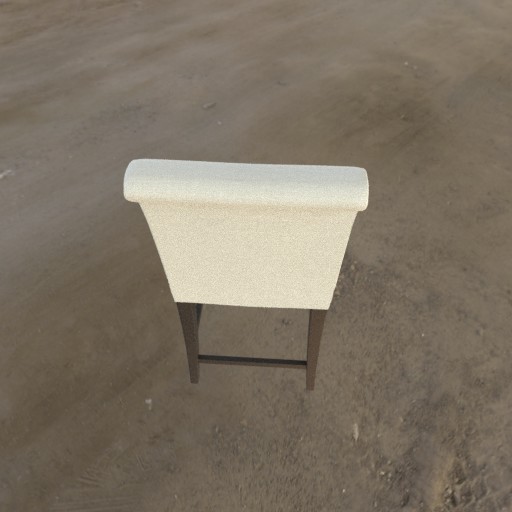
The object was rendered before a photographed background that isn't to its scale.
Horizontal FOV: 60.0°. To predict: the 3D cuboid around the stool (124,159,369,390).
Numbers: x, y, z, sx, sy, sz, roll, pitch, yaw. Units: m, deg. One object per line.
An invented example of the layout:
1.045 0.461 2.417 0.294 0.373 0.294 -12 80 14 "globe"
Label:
0.000 0.000 1.329 0.452 0.976 0.597 3 47 3 "stool"
